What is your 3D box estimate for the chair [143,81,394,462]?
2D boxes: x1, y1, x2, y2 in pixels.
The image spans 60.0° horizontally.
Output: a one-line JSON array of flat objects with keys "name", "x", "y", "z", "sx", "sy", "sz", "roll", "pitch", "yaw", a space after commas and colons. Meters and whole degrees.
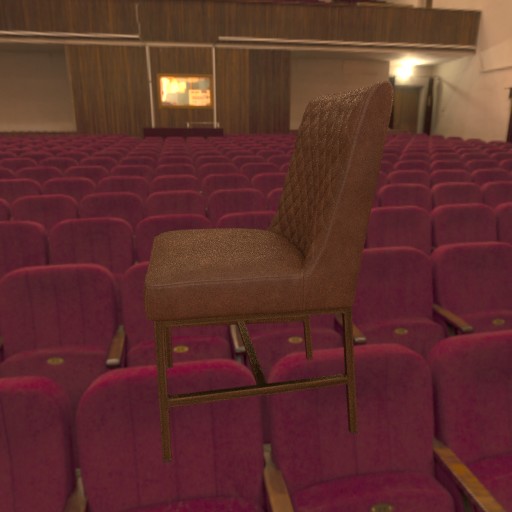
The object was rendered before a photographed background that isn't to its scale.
[{"name": "chair", "x": 0.000, "y": 0.000, "z": 1.234, "sx": 0.587, "sy": 0.889, "sz": 0.508, "roll": -3, "pitch": 15, "yaw": -10}]
